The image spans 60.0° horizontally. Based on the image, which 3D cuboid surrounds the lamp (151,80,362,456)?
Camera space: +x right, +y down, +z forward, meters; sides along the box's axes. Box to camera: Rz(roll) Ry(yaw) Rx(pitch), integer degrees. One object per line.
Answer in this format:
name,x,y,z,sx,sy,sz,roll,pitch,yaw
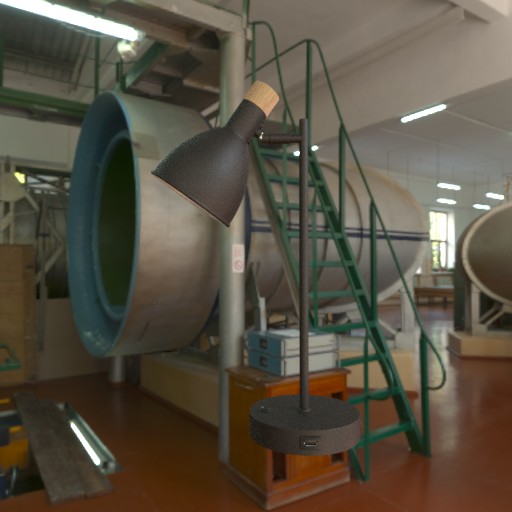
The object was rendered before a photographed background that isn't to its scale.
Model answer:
lamp,0.000,0.000,0.610,0.287,0.483,0.152,0,-1,0
